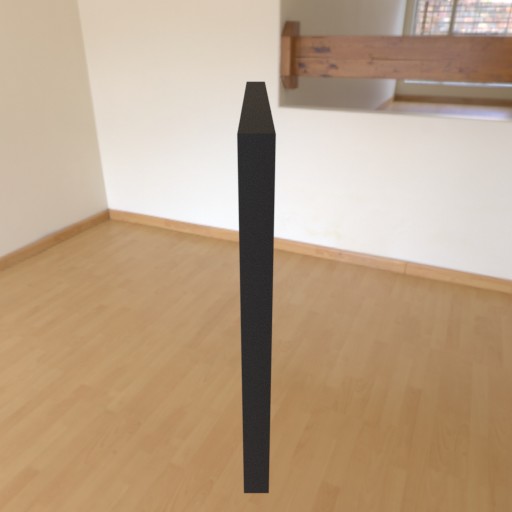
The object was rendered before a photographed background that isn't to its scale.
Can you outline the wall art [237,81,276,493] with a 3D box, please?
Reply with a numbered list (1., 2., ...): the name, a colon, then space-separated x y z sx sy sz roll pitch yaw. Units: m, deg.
1. wall art: 0.000 0.000 0.746 0.036 0.503 0.506 0 27 0
